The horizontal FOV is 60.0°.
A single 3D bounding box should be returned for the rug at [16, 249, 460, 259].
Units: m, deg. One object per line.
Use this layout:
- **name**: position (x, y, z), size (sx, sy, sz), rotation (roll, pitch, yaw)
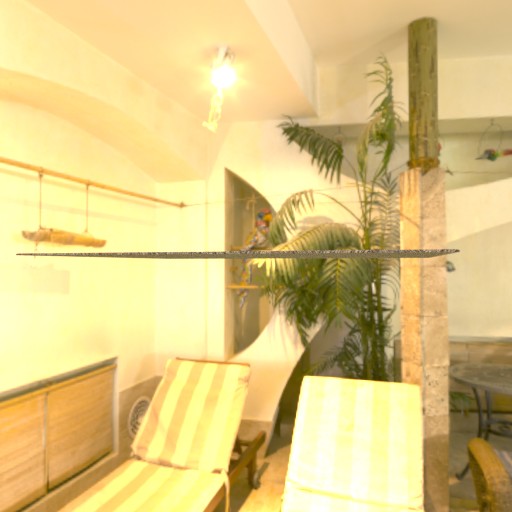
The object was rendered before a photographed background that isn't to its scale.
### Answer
- **rug**: position (0.000, 0.000, 4.149), size (3.204, 0.017, 2.448), rotation (0, -1, 18)
